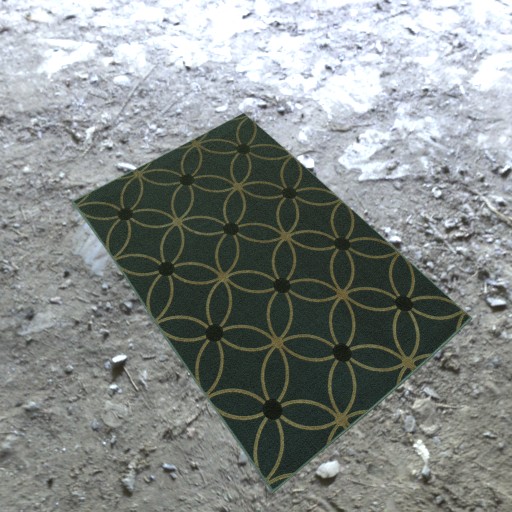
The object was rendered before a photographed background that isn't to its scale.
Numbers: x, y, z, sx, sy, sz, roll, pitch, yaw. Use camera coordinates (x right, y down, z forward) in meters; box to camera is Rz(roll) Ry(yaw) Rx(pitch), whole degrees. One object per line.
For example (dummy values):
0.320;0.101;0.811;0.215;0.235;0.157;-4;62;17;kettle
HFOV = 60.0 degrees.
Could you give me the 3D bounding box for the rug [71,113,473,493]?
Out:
0.000;0.000;2.865;1.522;0.008;2.284;-33;64;-19;rug
